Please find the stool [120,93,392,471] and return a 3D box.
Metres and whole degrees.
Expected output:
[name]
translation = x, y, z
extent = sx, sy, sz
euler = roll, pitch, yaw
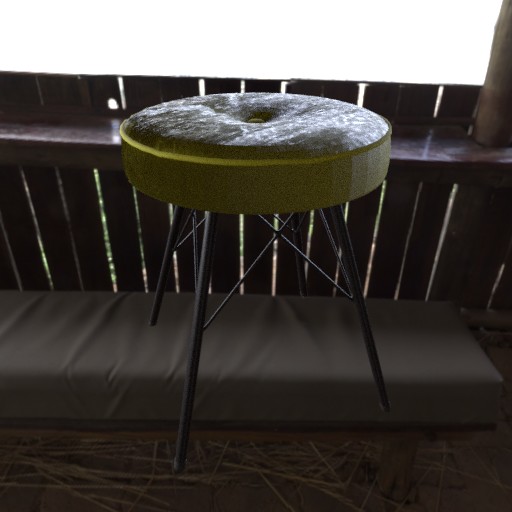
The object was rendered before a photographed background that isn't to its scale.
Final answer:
[stool]
translation = 0.000, 0.000, 0.800
extent = 0.409, 0.508, 0.409
euler = -9, 31, -15
